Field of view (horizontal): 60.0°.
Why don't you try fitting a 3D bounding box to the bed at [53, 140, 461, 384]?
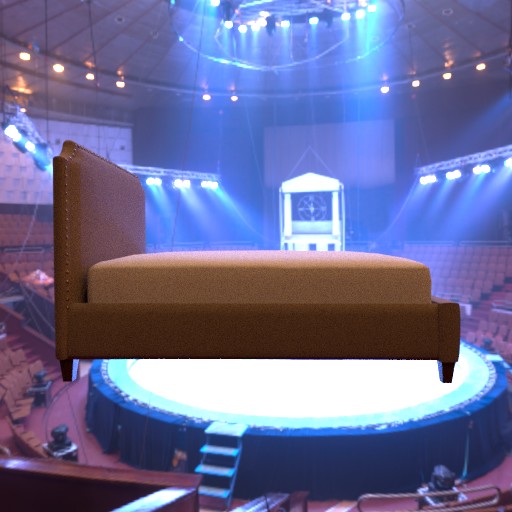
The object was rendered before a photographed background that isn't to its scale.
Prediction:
[{"bbox_3d":[0.000,0.000,3.383,2.372,1.443,1.713,0,2,1],"label":"bed"}]
